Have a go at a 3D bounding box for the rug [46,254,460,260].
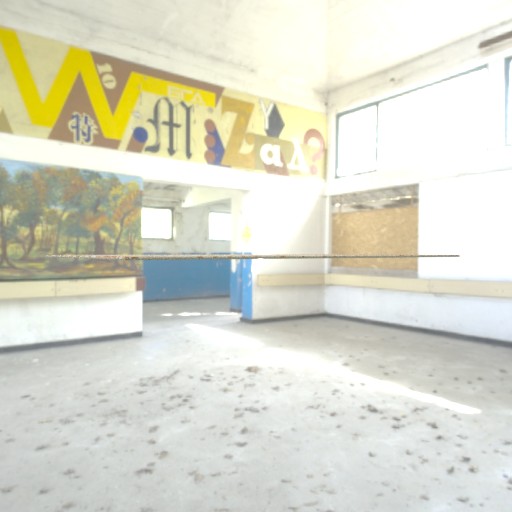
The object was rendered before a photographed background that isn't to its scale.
[{"bbox_3d":[0.000,0.000,2.347,1.829,0.011,1.219,0,1,-35],"label":"rug"}]
